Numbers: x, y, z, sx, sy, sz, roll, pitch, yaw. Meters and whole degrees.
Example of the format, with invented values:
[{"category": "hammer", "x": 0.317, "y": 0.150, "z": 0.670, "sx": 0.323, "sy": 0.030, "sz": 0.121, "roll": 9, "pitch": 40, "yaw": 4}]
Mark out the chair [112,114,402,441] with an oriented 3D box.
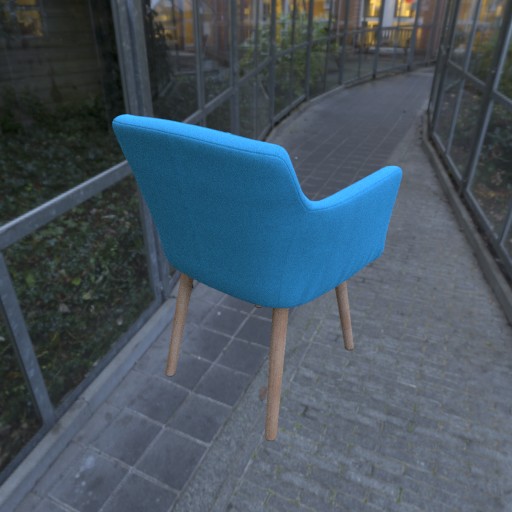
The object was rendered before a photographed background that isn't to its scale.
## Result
[{"category": "chair", "x": 0.000, "y": 0.000, "z": 1.188, "sx": 0.570, "sy": 0.780, "sz": 0.540, "roll": 21, "pitch": 35, "yaw": 32}]
